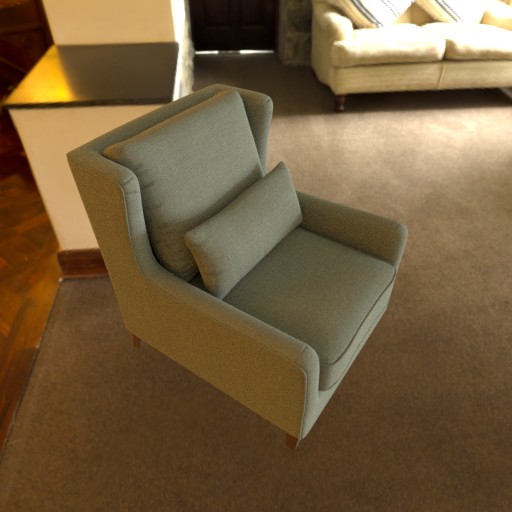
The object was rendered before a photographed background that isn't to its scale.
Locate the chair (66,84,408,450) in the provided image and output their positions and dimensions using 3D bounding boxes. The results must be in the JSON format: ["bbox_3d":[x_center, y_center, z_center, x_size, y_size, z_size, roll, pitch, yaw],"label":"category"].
[{"bbox_3d":[0.000,0.000,1.840,1.040,1.056,0.866,24,46,26],"label":"chair"}]
